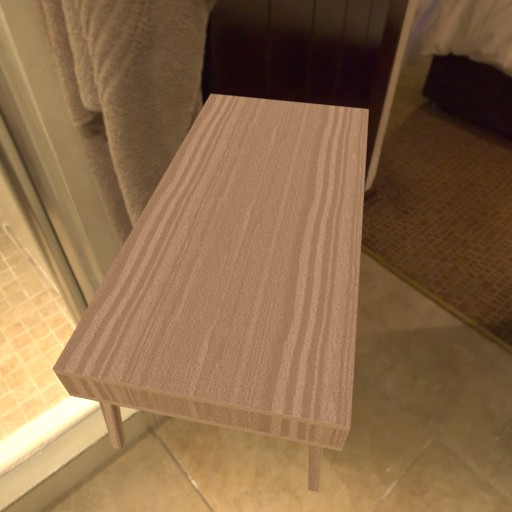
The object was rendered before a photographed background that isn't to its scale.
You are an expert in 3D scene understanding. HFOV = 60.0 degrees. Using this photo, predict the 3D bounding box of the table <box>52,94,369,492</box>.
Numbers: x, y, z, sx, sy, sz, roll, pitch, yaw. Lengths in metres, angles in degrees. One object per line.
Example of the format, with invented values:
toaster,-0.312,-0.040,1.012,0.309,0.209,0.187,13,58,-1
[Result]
table,0.000,0.000,1.423,0.600,0.450,1.200,8,47,8
